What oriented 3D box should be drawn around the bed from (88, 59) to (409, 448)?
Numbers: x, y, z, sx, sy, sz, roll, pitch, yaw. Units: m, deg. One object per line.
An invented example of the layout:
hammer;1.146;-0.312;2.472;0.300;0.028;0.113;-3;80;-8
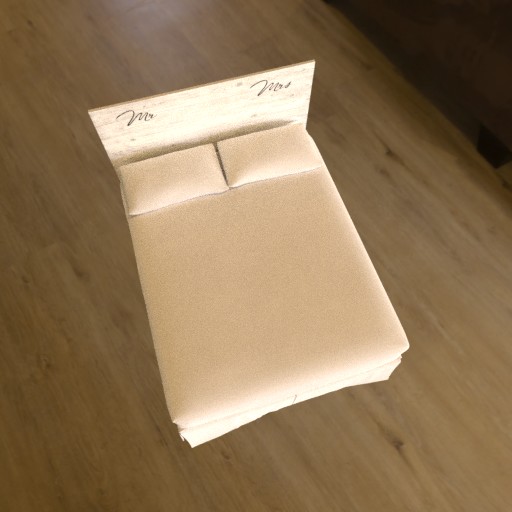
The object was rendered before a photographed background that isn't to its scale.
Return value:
bed;0.000;0.000;3.206;1.745;1.335;2.094;-16;65;-8
